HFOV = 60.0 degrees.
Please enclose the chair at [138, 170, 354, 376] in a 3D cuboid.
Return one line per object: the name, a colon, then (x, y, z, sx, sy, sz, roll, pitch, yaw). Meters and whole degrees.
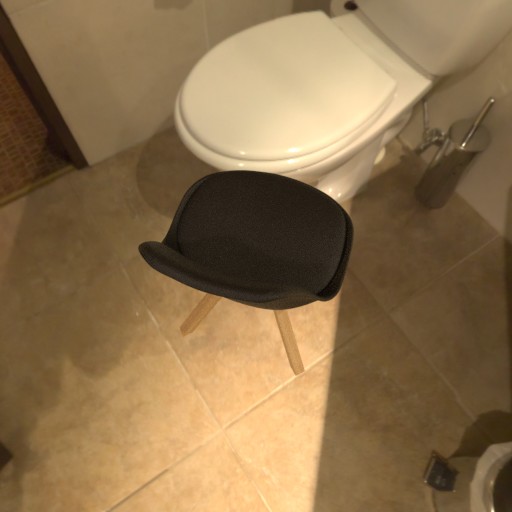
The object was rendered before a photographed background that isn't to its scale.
chair: (0.000, 0.000, 1.223, 0.485, 0.850, 0.549, 17, 66, 8)
